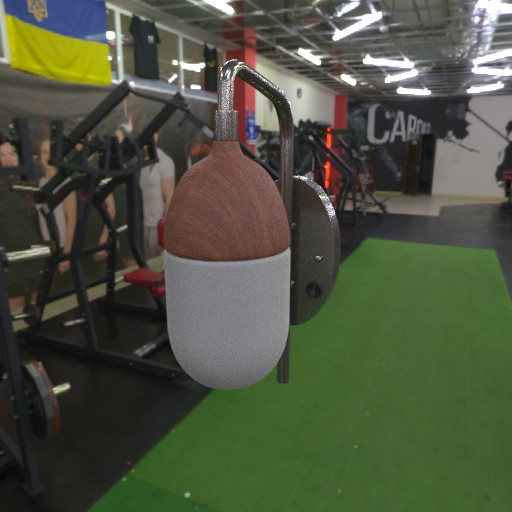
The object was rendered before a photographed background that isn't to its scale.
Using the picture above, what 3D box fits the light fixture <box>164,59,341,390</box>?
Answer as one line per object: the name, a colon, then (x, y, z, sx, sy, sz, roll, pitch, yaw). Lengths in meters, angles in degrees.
light fixture: (0.000, 0.000, 0.430, 0.108, 0.343, 0.216, 7, 16, 26)
